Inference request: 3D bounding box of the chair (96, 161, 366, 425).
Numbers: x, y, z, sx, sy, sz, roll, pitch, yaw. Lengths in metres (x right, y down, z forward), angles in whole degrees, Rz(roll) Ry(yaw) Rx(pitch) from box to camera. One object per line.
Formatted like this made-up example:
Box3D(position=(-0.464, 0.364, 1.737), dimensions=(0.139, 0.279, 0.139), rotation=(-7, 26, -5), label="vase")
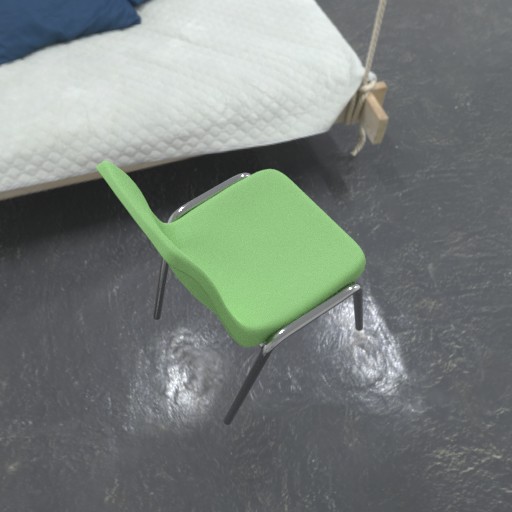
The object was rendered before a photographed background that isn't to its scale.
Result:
Box3D(position=(0.000, 0.000, 0.920), dimensions=(0.436, 0.653, 0.381), rotation=(-32, 63, -19), label="chair")
